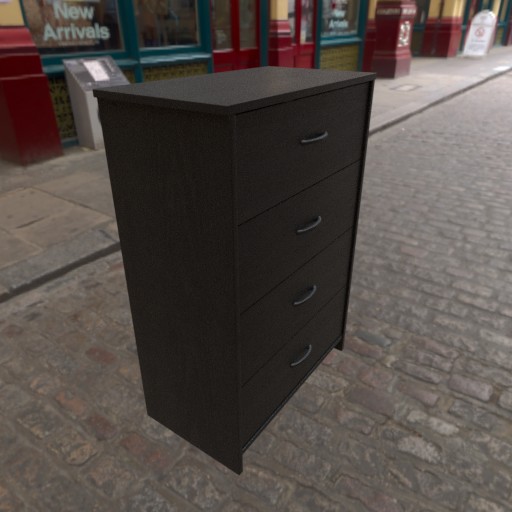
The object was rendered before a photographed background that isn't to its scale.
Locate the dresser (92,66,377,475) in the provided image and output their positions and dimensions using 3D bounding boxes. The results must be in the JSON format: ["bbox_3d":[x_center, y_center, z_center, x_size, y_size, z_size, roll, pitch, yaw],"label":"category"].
[{"bbox_3d":[0.000,0.000,1.374,0.398,1.020,0.700,18,33,31],"label":"dresser"}]
